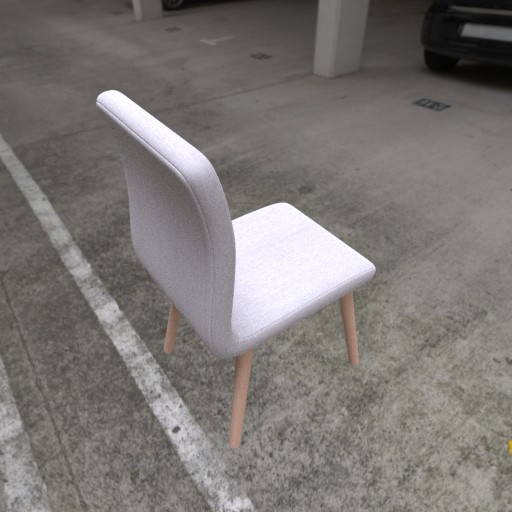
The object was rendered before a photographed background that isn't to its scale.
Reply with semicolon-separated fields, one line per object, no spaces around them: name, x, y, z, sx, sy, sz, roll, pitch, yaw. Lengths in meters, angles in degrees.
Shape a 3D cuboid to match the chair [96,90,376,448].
chair;0.000;0.000;1.184;0.550;0.885;0.435;-25;46;-26
